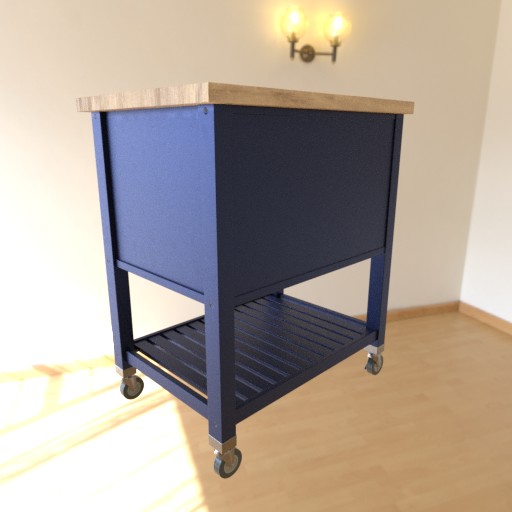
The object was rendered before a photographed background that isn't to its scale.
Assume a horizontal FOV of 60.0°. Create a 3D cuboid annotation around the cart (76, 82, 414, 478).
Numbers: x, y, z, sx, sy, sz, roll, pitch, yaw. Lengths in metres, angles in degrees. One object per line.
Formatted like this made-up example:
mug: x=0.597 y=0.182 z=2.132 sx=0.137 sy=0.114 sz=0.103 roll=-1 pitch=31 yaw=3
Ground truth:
cart: x=0.000 y=0.000 z=1.384 sx=0.797 sy=0.920 sz=0.567 roll=-15 pitch=21 yaw=-42
